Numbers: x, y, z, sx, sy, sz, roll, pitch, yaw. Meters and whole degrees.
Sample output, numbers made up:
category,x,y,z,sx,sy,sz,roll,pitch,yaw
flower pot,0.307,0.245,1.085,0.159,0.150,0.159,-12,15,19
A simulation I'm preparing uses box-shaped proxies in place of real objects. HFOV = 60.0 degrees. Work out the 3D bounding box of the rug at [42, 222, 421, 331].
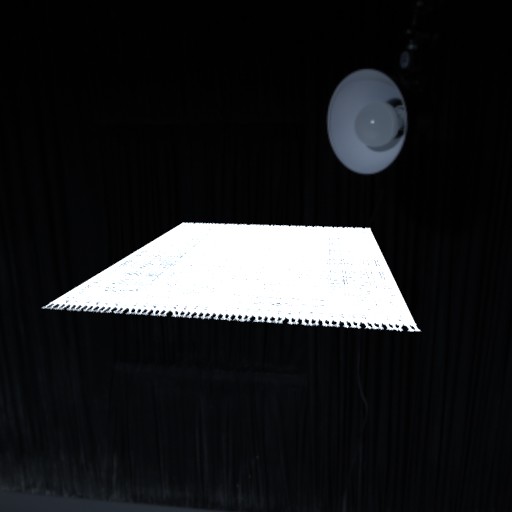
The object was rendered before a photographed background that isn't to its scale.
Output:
category,x,y,z,sx,sy,sz,roll,pitch,yaw
rug,0.000,0.000,4.029,2.312,0.013,2.940,2,15,8
